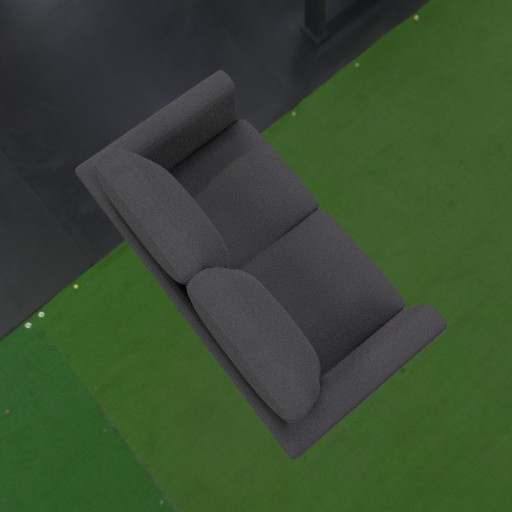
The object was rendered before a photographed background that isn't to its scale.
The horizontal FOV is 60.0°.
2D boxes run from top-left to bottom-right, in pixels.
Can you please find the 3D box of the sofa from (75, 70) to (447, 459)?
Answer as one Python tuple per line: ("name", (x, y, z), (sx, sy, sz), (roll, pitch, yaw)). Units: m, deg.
("sofa", (0.000, 0.000, 1.973), (0.796, 0.908, 1.430), (-38, 79, -8))
